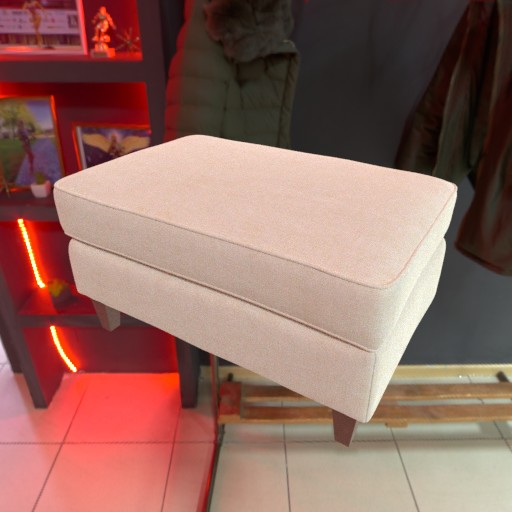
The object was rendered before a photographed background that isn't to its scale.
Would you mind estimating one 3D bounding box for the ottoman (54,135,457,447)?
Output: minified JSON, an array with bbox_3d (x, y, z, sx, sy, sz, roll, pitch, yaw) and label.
[{"bbox_3d":[0.000,0.000,1.186,0.862,0.484,0.583,17,34,27],"label":"ottoman"}]
